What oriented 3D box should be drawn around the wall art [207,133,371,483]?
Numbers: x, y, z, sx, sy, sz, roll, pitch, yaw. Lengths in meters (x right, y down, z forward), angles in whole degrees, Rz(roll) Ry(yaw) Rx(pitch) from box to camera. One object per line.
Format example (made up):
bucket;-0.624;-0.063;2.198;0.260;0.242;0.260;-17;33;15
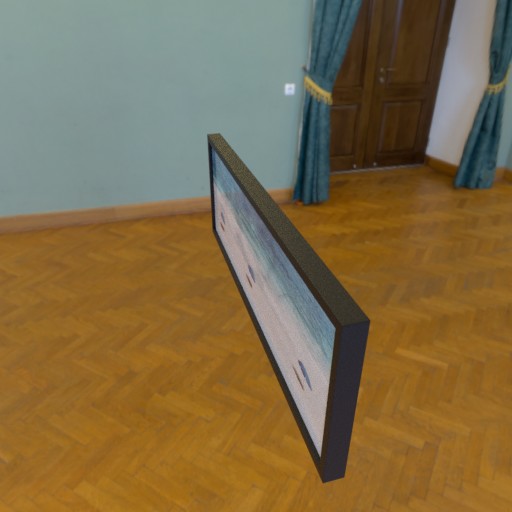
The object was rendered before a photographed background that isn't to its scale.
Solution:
wall art;0.000;0.000;0.952;0.037;0.303;0.860;-8;31;-14
